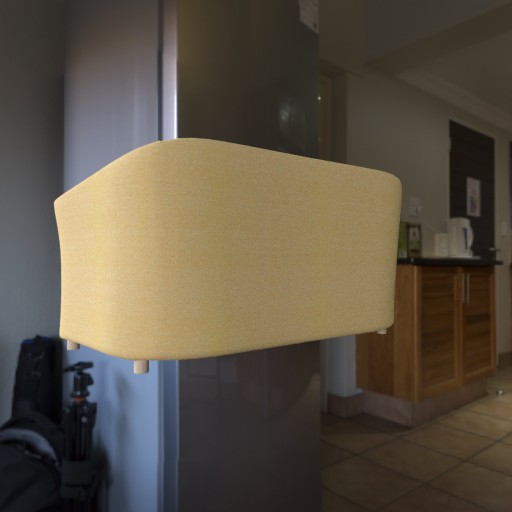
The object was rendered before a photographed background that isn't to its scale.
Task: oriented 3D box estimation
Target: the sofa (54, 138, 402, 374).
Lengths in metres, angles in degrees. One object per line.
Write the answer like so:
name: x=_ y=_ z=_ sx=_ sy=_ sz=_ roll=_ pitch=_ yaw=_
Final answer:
sofa: x=0.000 y=0.000 z=1.882 sx=1.452 sy=0.721 sz=0.705 roll=0 pitch=0 yaw=-37
